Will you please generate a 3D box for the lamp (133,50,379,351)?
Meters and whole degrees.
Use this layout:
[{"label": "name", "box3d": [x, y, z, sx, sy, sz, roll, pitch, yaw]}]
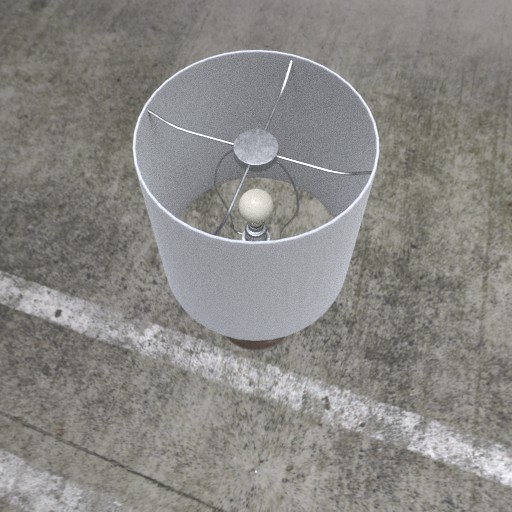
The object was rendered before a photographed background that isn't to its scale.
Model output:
[{"label": "lamp", "box3d": [0.000, 0.000, 0.462, 0.186, 0.369, 0.186, 0, 64, 0]}]
